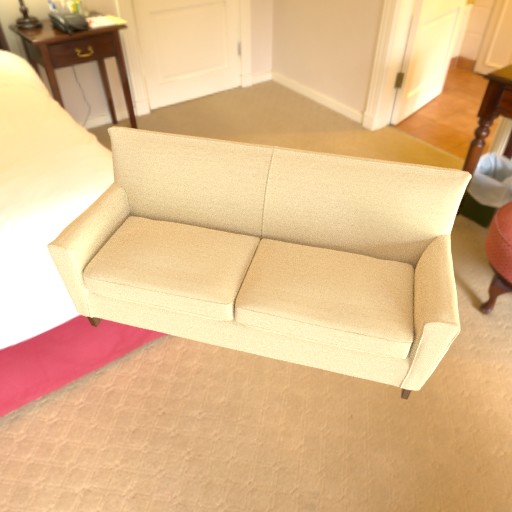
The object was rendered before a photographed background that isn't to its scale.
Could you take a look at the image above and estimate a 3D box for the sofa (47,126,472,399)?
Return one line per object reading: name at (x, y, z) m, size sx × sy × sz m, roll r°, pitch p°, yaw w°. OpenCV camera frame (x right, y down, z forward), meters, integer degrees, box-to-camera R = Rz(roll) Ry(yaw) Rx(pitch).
sofa at (0.000, 0.000, 2.402) m, size 2.001 × 0.907 × 0.841 m, roll 10°, pitch 42°, yaw 12°
